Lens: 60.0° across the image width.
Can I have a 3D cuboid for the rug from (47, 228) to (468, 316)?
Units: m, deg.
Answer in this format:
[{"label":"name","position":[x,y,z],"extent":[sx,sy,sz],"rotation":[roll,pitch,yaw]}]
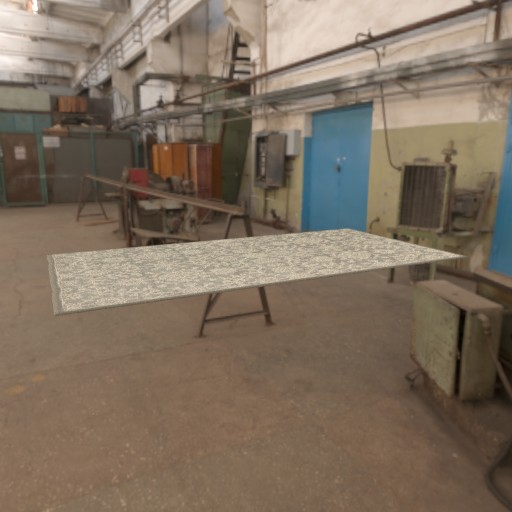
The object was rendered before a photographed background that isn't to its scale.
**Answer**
[{"label":"rug","position":[0.000,0.000,3.595],"extent":[3.048,0.011,1.546],"rotation":[-6,14,-25]}]
